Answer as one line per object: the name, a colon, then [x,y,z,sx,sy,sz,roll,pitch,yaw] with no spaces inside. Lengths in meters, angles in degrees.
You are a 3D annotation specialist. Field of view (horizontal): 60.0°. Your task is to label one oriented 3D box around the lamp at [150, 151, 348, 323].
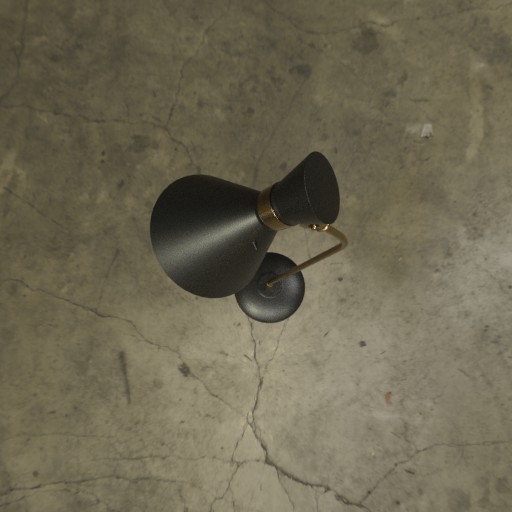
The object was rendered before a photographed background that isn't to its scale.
lamp: [0.000,0.000,0.783,0.292,0.647,0.189,0,76,0]
